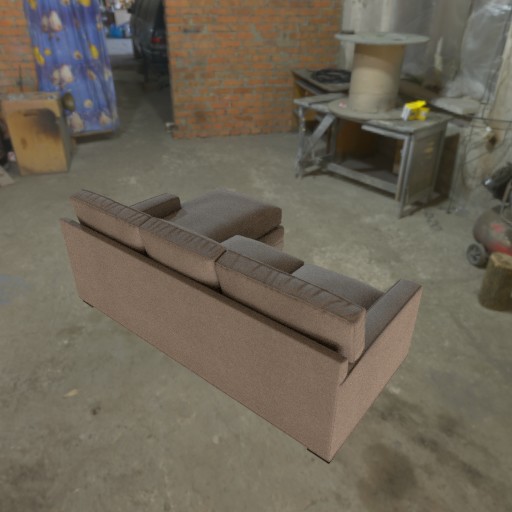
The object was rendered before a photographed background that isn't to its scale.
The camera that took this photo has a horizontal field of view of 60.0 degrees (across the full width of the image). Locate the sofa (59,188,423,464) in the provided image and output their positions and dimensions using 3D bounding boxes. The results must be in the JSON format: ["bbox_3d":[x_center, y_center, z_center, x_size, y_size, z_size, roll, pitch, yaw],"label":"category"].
[{"bbox_3d":[0.000,0.000,2.927,2.087,0.861,1.496,23,38,32],"label":"sofa"}]
